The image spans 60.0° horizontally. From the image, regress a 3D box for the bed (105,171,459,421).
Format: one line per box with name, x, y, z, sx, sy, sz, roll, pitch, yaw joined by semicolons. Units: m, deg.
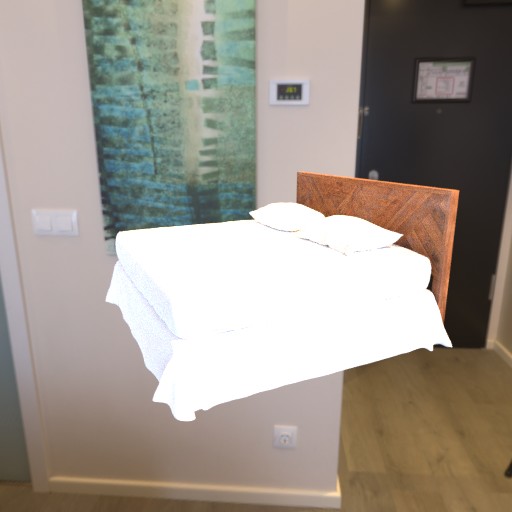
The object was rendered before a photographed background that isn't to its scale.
bed;0.000;0.000;3.607;2.165;1.158;2.255;-7;16;-25
